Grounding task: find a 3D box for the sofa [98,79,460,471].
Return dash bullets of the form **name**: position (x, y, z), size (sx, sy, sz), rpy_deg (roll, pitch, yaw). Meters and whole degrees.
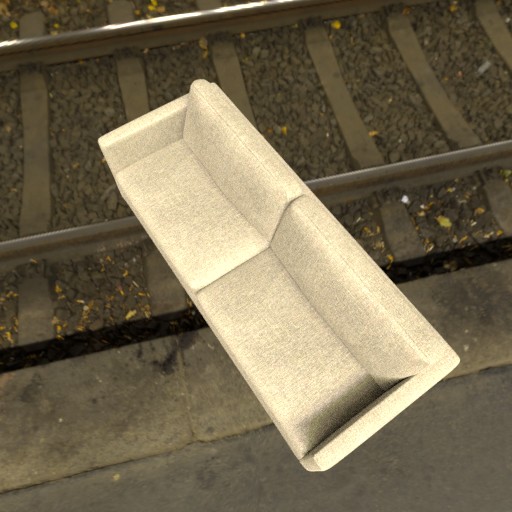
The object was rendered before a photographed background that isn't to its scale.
- **sofa**: position (0.000, 0.000, 2.842), size (0.948, 0.951, 2.434), rpy_deg (-32, 68, -14)
